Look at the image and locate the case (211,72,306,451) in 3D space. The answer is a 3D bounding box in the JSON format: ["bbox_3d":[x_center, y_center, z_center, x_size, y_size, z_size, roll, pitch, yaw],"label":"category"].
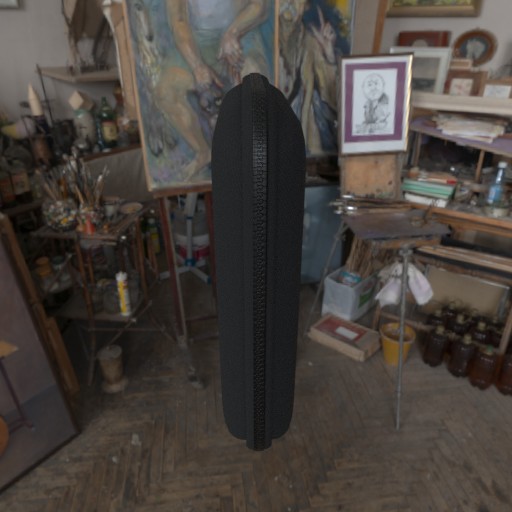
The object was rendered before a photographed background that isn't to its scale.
[{"bbox_3d":[0.000,0.000,0.197,0.030,0.147,0.107,-1,27,-1],"label":"case"}]
